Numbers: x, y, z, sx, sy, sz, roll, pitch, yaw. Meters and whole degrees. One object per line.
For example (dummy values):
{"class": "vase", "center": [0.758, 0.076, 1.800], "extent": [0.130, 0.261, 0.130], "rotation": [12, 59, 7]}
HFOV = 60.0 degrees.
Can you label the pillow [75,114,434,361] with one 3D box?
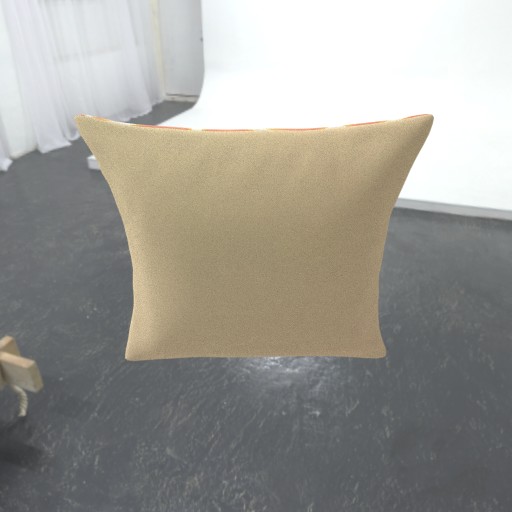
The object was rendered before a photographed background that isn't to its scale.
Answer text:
{"class": "pillow", "center": [0.000, 0.000, 0.810], "extent": [0.552, 0.508, 0.166], "rotation": [-1, 30, -1]}
